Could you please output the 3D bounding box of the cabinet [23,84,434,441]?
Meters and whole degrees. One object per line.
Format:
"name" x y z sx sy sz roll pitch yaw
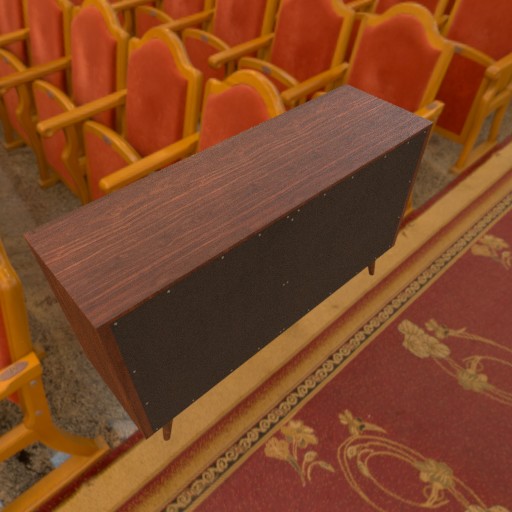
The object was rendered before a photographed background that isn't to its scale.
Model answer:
"cabinet" 0.000 0.000 1.989 1.575 0.940 0.505 -33 54 -28
